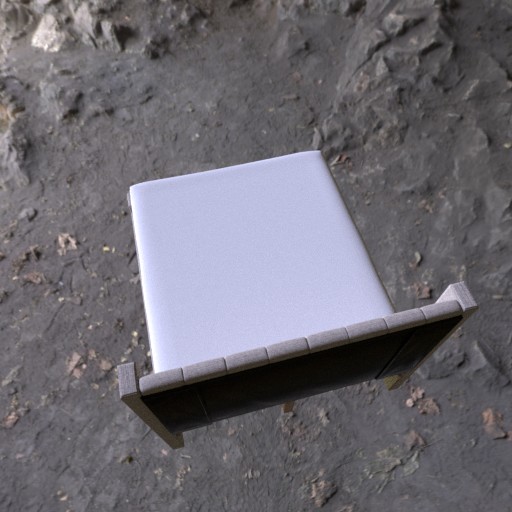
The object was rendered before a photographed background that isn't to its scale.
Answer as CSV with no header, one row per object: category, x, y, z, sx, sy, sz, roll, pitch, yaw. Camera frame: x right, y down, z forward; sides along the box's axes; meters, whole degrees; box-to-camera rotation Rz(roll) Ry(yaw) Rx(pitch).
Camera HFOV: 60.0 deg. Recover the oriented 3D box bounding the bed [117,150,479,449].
bed,0.000,0.000,3.721,2.044,1.748,2.372,-12,59,-8
